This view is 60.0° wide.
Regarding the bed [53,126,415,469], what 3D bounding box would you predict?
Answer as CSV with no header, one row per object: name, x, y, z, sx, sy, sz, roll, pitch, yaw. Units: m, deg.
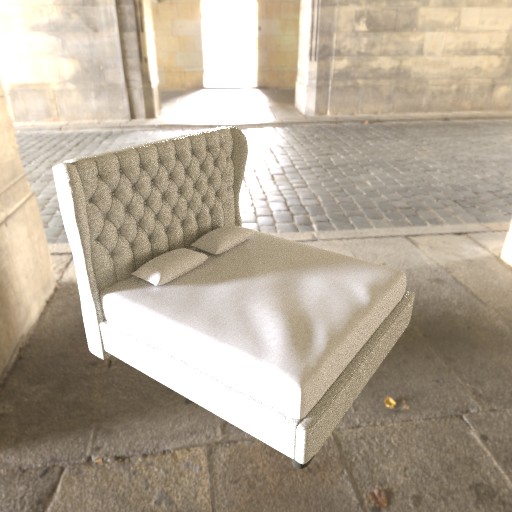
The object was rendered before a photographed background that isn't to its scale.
bed,0.000,0.000,3.940,2.347,1.771,2.219,17,31,32
